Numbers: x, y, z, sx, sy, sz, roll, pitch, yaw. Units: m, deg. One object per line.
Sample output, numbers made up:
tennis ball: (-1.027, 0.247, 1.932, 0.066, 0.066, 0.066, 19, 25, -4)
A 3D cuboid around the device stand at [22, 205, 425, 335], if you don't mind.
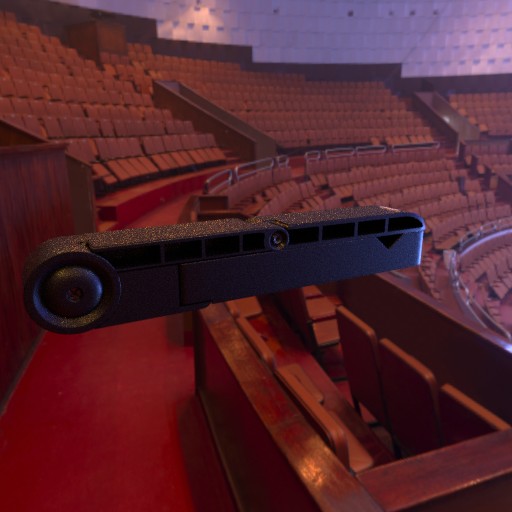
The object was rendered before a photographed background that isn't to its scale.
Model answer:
device stand: (0.000, 0.000, 0.191, 0.179, 0.030, 0.026, -8, 18, -27)
